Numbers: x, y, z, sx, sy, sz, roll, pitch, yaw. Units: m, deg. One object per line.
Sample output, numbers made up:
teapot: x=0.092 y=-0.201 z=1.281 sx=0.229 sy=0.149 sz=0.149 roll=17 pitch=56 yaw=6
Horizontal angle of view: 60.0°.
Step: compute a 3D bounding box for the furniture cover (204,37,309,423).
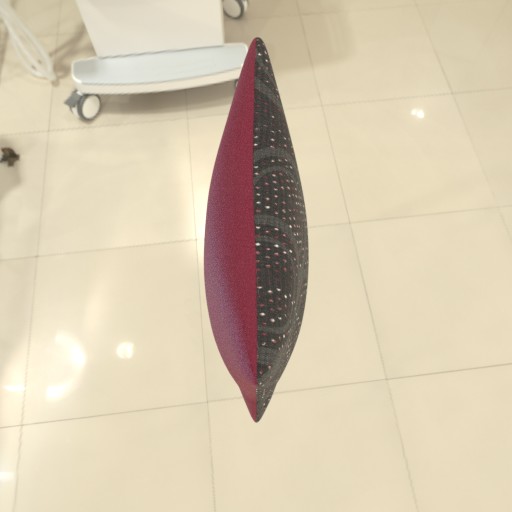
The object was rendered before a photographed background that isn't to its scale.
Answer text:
furniture cover: x=0.000 y=0.000 z=0.831 sx=0.193 sy=0.509 sz=0.552 roll=0 pitch=65 yaw=0
